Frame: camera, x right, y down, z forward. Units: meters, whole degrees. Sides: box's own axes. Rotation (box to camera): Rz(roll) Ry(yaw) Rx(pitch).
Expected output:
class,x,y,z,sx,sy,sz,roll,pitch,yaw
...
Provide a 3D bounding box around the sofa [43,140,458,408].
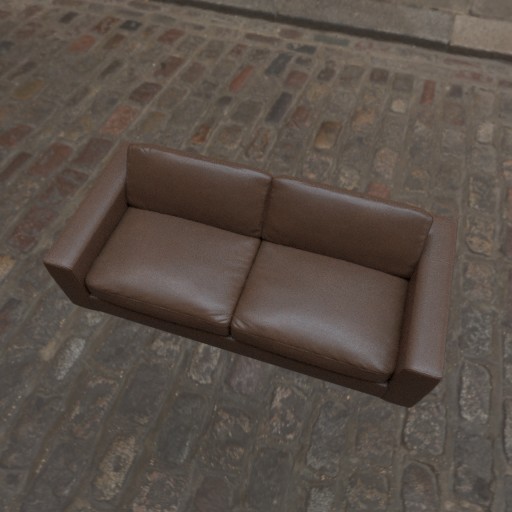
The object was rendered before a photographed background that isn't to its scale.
class,x,y,z,sx,sy,sz,roll,pitch,yaw
sofa,0.000,0.000,2.742,2.262,0.801,1.070,15,59,9
